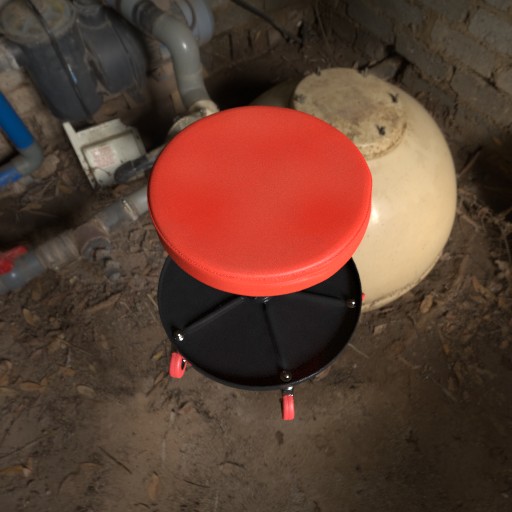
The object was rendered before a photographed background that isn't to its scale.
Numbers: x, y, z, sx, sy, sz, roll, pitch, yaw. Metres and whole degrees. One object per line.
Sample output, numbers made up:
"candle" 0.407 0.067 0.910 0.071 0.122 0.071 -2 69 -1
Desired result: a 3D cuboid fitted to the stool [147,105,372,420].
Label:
"stool" 0.000 0.000 0.686 0.382 0.365 0.381 14 60 8
